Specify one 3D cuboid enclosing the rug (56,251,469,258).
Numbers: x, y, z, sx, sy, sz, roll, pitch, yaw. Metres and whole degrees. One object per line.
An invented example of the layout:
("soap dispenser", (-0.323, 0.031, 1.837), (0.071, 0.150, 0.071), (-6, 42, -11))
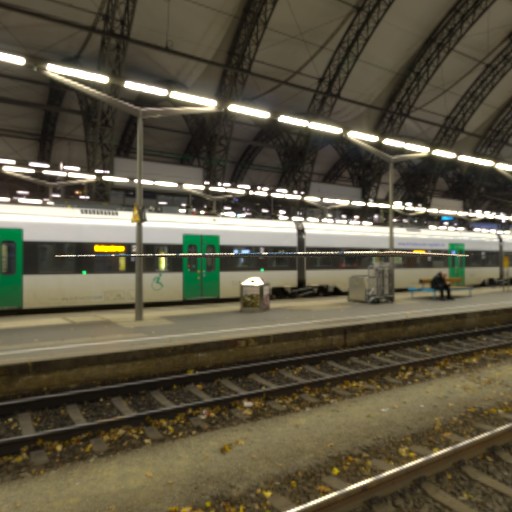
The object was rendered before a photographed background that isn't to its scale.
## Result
("rug", (0.000, 0.000, 3.076), (2.441, 0.010, 1.532), (0, -1, 35))
